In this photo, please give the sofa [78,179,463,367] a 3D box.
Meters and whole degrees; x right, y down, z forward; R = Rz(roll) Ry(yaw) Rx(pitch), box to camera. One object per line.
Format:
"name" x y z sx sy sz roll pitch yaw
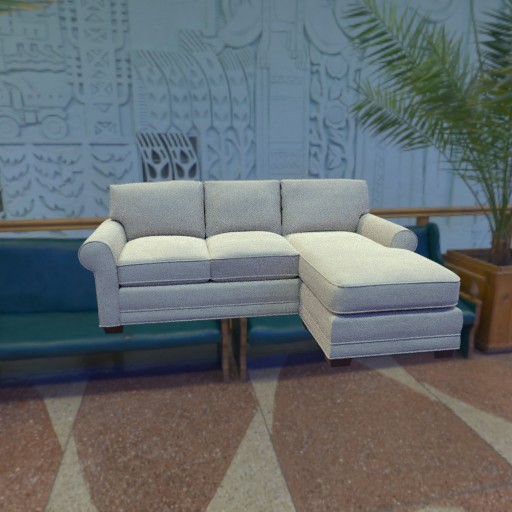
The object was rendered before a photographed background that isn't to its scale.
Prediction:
"sofa" 0.000 0.000 2.362 1.770 0.734 1.226 -2 15 -9
